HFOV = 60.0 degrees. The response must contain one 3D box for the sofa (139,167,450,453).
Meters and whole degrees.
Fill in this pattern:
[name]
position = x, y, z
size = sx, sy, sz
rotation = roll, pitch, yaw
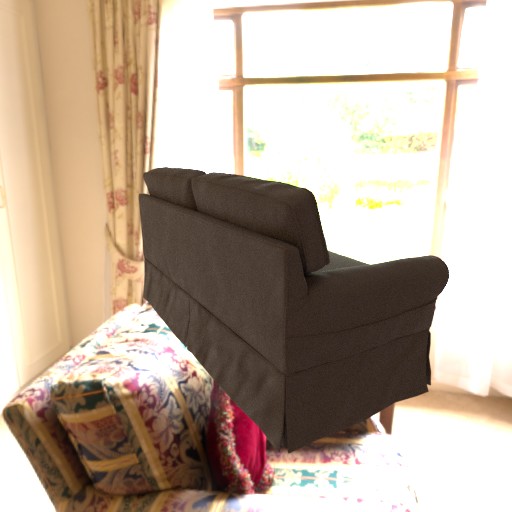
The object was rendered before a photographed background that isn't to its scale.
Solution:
[sofa]
position = 0.000, 0.000, 2.846
size = 0.983, 1.094, 2.256
rotation = -7, 16, -27
